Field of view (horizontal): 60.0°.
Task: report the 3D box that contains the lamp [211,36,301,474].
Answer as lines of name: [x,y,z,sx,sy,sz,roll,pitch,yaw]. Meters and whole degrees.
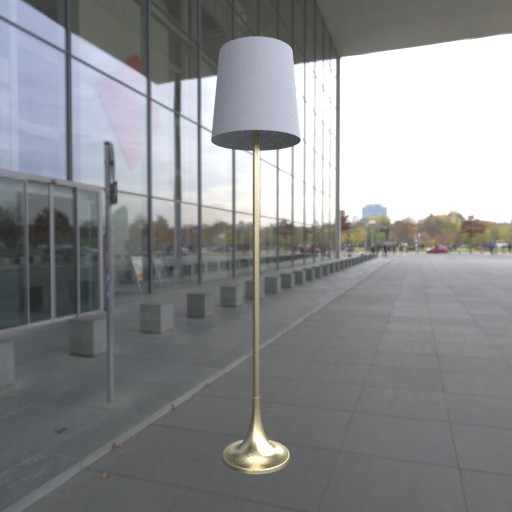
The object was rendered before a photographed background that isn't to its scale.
lamp: [0.000,0.000,1.683,0.337,1.543,0.337,0,1,0]
